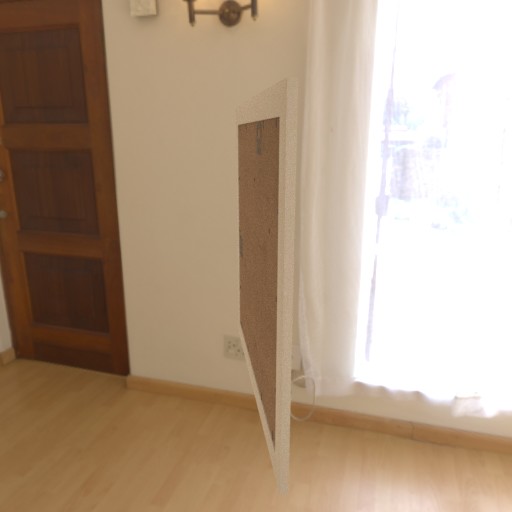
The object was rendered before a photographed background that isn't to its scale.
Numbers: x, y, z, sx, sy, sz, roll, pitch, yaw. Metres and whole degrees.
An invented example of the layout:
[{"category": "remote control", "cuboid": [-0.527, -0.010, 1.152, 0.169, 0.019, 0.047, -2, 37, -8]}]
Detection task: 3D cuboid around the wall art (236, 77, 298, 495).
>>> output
[{"category": "wall art", "cuboid": [0.000, 0.000, 0.869, 0.013, 0.584, 0.584, -2, 15, -8]}]
